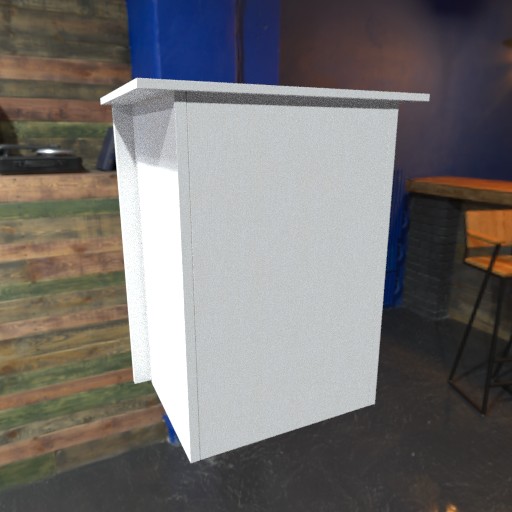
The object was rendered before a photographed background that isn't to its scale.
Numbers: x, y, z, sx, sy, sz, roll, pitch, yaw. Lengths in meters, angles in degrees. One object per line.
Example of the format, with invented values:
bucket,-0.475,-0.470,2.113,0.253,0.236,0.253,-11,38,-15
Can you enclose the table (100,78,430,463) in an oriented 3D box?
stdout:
table,0.000,0.000,1.047,0.589,0.711,0.406,-7,17,-25
